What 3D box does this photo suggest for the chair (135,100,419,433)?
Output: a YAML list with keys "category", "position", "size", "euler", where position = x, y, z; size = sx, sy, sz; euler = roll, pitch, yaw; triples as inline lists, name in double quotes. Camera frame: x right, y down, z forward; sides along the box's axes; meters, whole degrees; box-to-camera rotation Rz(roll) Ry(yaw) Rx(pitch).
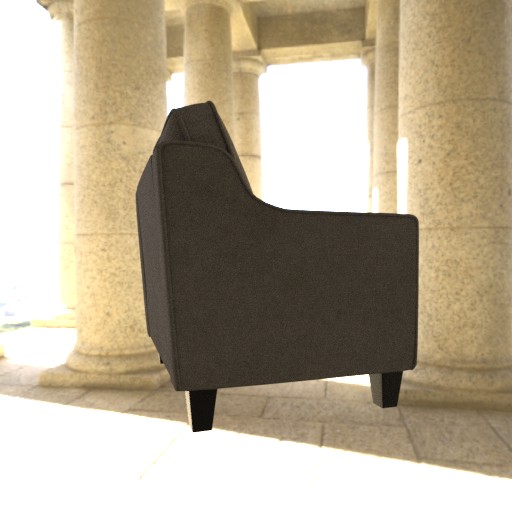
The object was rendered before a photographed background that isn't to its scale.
- category: "chair"
  position: [0.000, 0.000, 1.683]
  size: [0.840, 0.944, 0.926]
  euler: [0, 0, -18]
